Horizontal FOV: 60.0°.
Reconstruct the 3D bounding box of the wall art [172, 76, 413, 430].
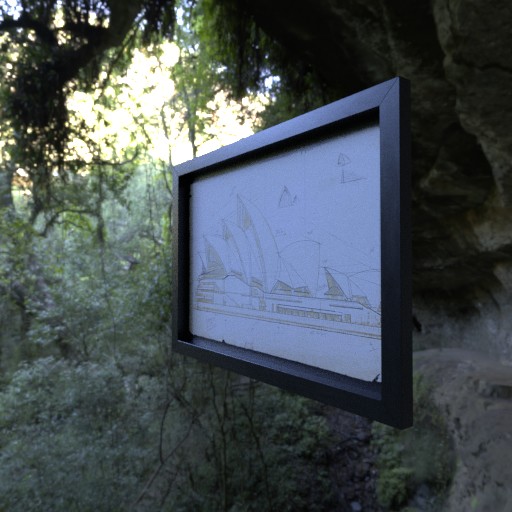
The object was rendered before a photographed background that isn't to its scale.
[{"bbox_3d":[0.000,0.000,0.842,0.027,0.458,0.657,1,-2,-37],"label":"wall art"}]
